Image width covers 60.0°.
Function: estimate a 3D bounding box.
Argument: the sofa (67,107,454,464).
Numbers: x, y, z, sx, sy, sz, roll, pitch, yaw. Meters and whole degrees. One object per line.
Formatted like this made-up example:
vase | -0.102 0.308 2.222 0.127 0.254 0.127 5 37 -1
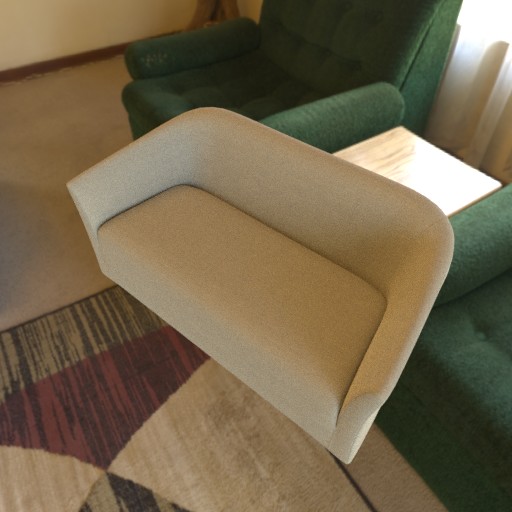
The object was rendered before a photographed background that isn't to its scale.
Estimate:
sofa | 0.000 0.000 1.814 1.452 0.721 0.705 31 54 26
